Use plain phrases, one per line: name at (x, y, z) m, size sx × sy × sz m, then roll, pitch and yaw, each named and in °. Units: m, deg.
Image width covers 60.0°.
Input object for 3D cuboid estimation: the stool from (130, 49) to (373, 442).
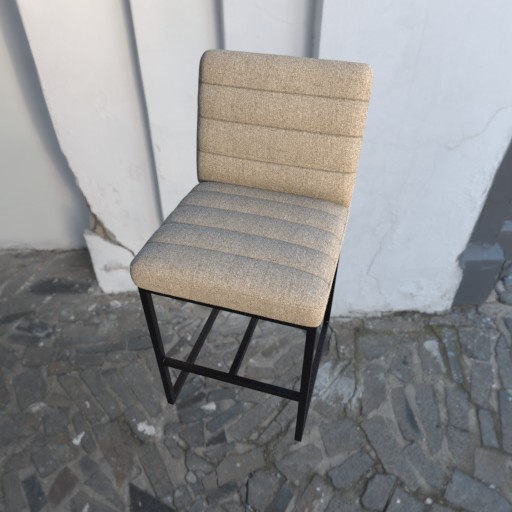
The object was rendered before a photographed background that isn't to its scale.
stool at (0.000, 0.000, 1.249) m, size 0.460 × 0.940 × 0.560 m, roll 11°, pitch 42°, yaw 13°
